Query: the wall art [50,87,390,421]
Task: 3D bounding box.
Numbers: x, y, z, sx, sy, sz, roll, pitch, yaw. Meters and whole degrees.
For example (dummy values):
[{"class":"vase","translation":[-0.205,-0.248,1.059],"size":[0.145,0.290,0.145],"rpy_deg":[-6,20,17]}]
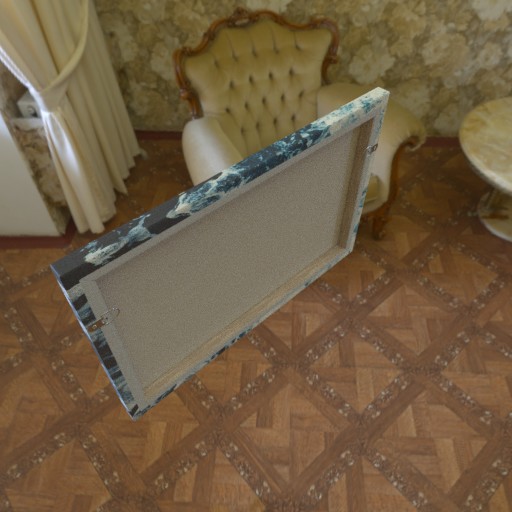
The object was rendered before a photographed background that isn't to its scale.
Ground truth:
[{"class":"wall art","translation":[0.000,0.000,1.173],"size":[0.915,0.610,0.042],"rpy_deg":[-34,56,-27]}]
